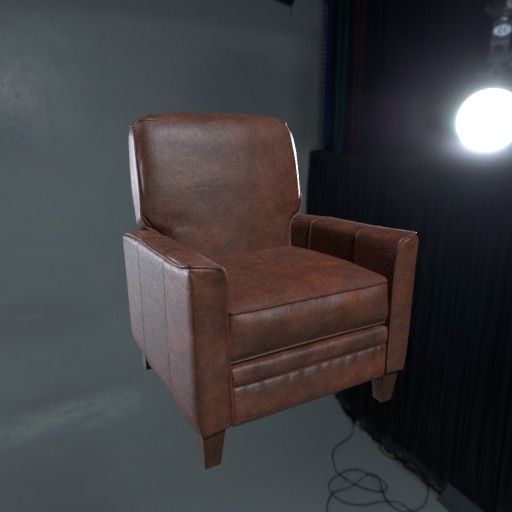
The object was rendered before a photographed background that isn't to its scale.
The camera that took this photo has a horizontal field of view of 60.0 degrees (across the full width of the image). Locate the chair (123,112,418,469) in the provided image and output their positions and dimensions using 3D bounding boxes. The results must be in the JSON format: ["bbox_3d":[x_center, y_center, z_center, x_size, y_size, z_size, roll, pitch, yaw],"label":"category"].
[{"bbox_3d":[0.000,0.000,1.655,0.843,1.043,0.836,-8,17,-28],"label":"chair"}]
